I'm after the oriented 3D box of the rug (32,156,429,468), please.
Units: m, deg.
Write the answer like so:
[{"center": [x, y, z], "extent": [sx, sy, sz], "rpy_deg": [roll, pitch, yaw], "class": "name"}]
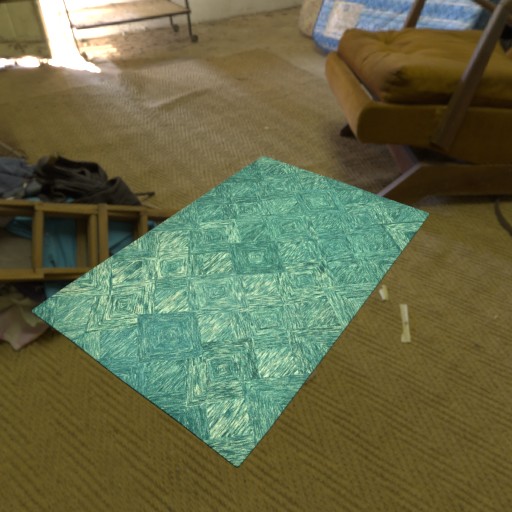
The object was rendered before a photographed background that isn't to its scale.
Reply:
[{"center": [0.000, 0.000, 2.175], "extent": [1.136, 0.017, 1.728], "rpy_deg": [25, 47, 27], "class": "rug"}]
